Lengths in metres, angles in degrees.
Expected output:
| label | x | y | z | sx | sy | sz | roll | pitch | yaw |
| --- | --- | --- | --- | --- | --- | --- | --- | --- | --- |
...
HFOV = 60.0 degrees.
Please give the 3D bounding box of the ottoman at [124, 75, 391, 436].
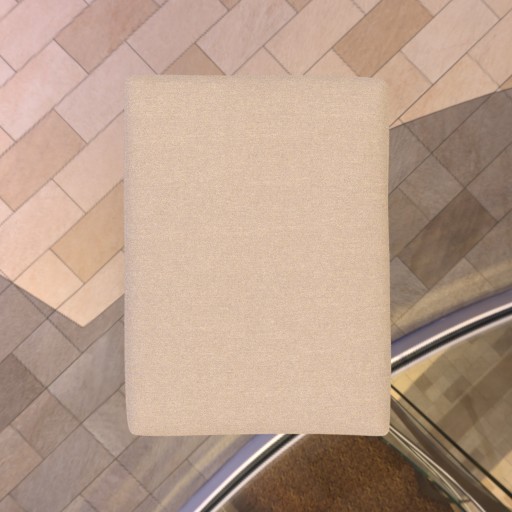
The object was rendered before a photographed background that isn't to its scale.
| label | x | y | z | sx | sy | sz | roll | pitch | yaw |
| --- | --- | --- | --- | --- | --- | --- | --- | --- | --- |
| ottoman | 0.000 | 0.000 | 1.130 | 0.569 | 0.500 | 0.771 | 0 | 90 | -2 |
